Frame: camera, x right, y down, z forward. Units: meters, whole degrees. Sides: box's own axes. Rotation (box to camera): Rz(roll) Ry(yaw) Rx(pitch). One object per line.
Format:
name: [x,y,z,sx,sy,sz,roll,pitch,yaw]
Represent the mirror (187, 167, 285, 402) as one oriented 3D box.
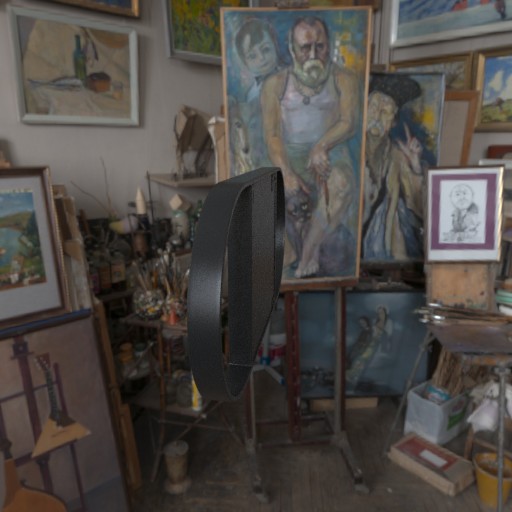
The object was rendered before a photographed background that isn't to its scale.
mirror: [0.000,0.000,0.687,0.032,0.254,0.584,2,15,9]
